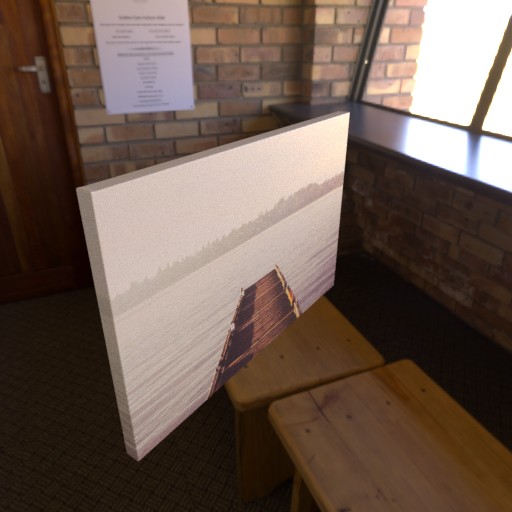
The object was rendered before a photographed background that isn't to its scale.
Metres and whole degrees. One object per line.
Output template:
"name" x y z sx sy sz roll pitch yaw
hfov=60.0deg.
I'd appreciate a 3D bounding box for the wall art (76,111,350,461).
"wall art" 0.000 0.000 1.156 0.037 0.609 0.916 18 32 32
